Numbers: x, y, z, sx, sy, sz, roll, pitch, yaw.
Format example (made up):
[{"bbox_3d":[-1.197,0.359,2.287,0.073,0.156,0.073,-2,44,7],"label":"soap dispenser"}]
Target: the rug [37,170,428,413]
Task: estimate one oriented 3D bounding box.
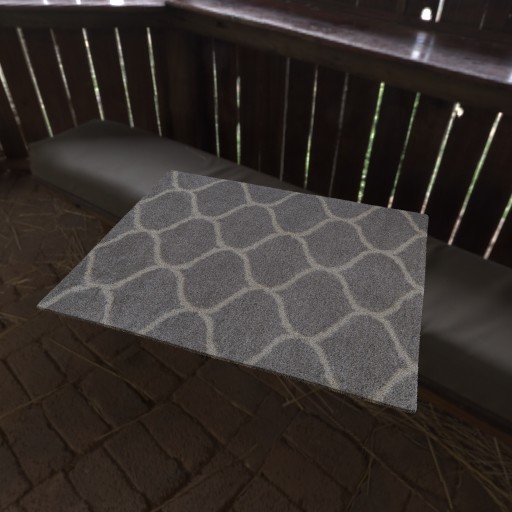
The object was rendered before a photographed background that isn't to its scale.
[{"bbox_3d":[0.000,0.000,4.125,3.000,0.026,2.399,12,41,14],"label":"rug"}]
